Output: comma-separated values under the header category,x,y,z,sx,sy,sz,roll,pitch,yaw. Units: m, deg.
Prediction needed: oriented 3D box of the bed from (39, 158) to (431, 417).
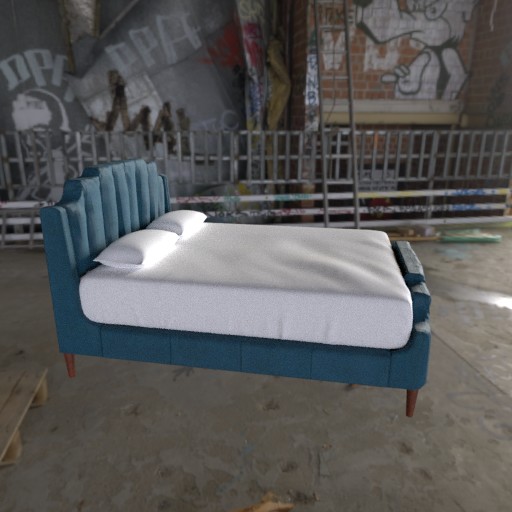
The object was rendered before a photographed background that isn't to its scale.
category,x,y,z,sx,sy,sz,roll,pitch,yaw
bed,0.000,0.000,3.335,2.322,1.351,1.676,3,18,10
